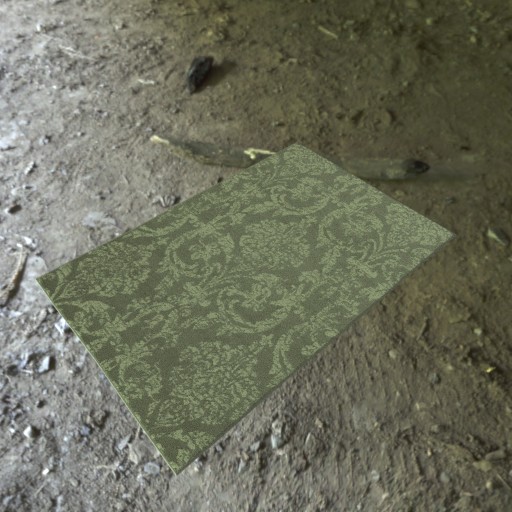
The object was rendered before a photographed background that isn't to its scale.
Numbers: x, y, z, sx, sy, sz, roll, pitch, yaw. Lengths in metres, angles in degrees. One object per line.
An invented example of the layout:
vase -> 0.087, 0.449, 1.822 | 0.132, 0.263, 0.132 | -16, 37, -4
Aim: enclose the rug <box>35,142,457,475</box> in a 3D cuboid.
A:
rug -> 0.000, 0.000, 2.277 | 1.824, 0.012, 1.206 | -33, 55, -27
